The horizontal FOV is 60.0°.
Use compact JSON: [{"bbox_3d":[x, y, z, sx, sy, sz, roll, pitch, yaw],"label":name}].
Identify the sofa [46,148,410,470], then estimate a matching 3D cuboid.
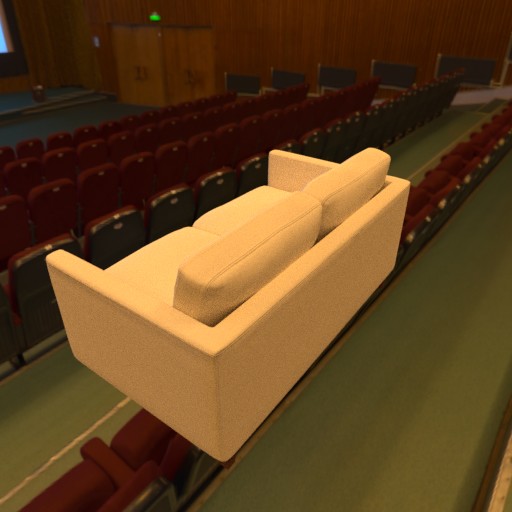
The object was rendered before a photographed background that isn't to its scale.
[{"bbox_3d":[0.000,0.000,2.271,0.964,0.888,1.702,22,38,30],"label":"sofa"}]
